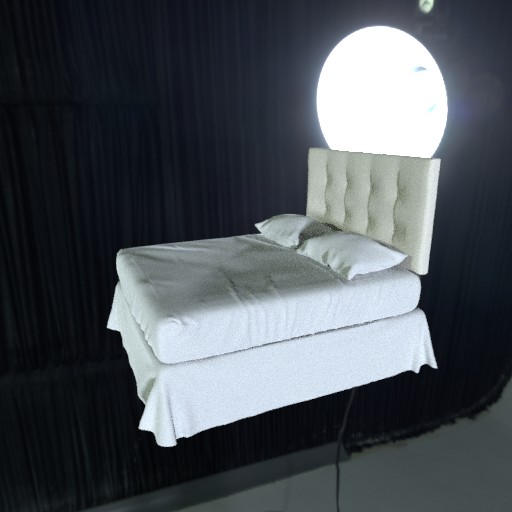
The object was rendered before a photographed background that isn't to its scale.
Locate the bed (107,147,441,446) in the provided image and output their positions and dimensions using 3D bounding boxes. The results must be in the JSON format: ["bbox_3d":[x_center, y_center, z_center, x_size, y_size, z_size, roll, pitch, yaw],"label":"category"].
[{"bbox_3d":[0.000,0.000,3.536,2.222,1.577,1.936,-7,18,-23],"label":"bed"}]
